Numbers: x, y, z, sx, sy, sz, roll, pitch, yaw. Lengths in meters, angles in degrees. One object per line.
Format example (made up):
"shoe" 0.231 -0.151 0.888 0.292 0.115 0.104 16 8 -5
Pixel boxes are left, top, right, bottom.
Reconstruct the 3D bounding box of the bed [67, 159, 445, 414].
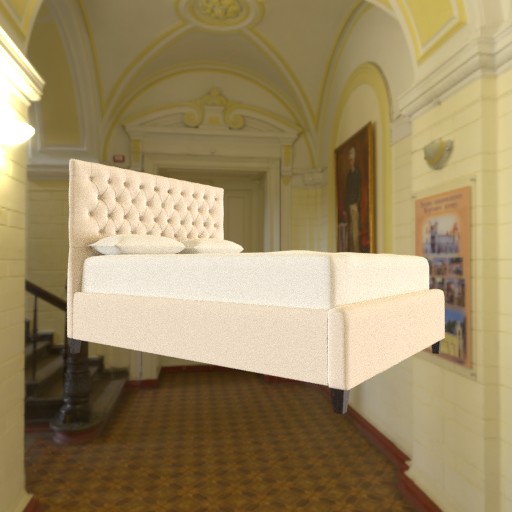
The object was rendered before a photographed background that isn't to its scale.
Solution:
"bed" 0.000 0.000 3.263 2.233 1.426 1.696 0 -1 37
